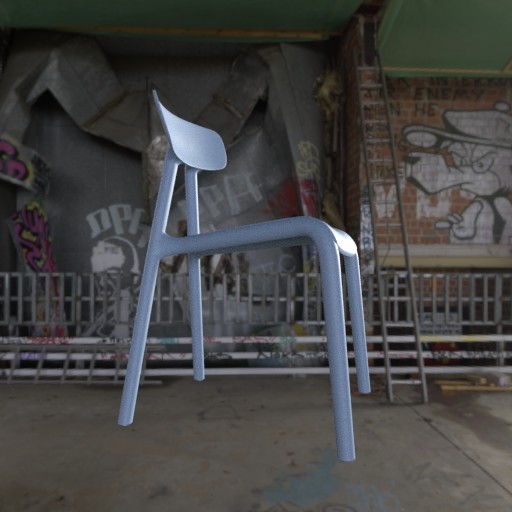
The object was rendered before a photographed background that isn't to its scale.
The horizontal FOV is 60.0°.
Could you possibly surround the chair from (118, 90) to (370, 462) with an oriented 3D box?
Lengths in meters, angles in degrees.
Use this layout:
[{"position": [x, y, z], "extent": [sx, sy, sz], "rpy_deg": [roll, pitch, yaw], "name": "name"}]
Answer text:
[{"position": [0.000, 0.000, 0.845], "extent": [0.401, 0.580, 0.356], "rpy_deg": [0, -1, 18], "name": "chair"}]
